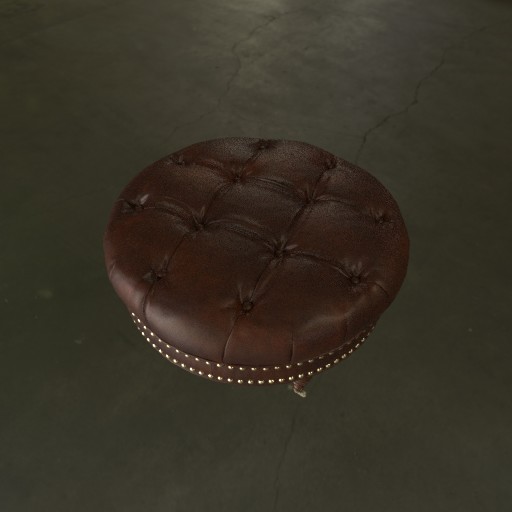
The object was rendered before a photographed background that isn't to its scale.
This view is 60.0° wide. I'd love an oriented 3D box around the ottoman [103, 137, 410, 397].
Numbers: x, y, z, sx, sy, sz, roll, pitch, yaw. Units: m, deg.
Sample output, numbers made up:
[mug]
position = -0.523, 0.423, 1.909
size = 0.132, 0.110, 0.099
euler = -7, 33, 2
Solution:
[ottoman]
position = 0.000, 0.000, 1.429
size = 0.901, 0.455, 0.901
euler = 0, 47, 0
